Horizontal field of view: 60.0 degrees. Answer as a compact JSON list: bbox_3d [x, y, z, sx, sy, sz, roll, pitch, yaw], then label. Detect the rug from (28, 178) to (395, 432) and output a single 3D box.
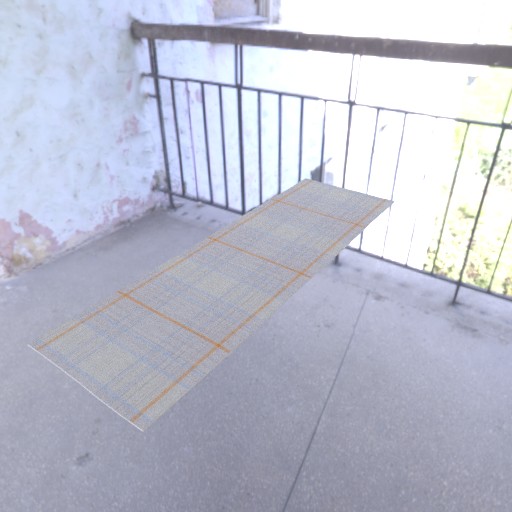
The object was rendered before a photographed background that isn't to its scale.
[{"bbox_3d":[0.000,0.000,2.641,0.770,0.016,2.442,21,38,30],"label":"rug"}]
